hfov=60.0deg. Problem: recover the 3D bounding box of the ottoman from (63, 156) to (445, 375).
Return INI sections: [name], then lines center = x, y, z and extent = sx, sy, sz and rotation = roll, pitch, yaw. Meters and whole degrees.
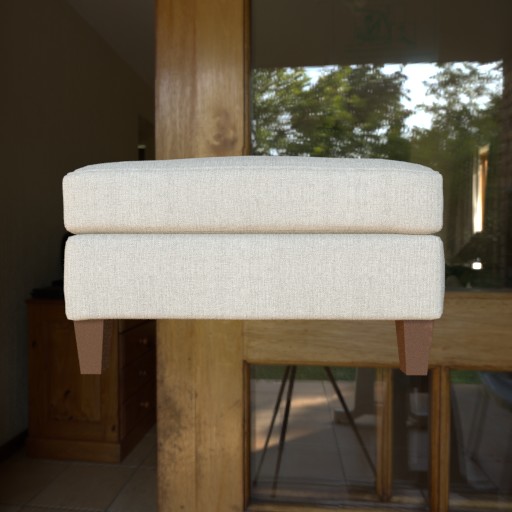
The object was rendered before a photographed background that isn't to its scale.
[ottoman]
center = 0.000, 0.000, 1.348
extent = 0.838, 0.503, 0.838
rotation = 0, 2, 1
